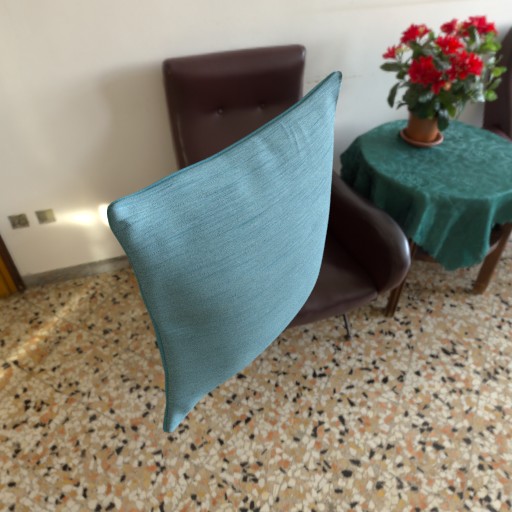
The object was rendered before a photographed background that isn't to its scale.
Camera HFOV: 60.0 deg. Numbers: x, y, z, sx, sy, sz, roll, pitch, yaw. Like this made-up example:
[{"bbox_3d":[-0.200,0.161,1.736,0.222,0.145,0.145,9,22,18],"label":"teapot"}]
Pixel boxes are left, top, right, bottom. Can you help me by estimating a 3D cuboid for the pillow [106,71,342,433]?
[{"bbox_3d":[0.000,0.000,0.652,0.151,0.415,0.433,26,48,26],"label":"pillow"}]
